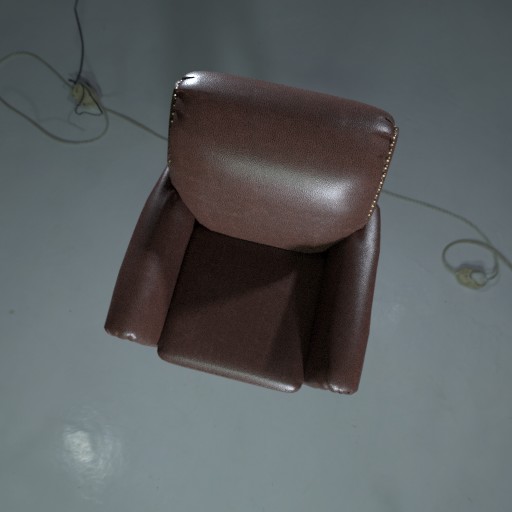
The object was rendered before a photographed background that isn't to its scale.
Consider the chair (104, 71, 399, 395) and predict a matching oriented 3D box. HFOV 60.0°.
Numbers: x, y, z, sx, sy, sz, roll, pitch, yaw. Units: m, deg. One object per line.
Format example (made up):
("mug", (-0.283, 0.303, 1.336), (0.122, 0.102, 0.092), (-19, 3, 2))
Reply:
("chair", (0.000, 0.000, 1.628), (0.854, 0.927, 0.890), (13, 75, 3))
